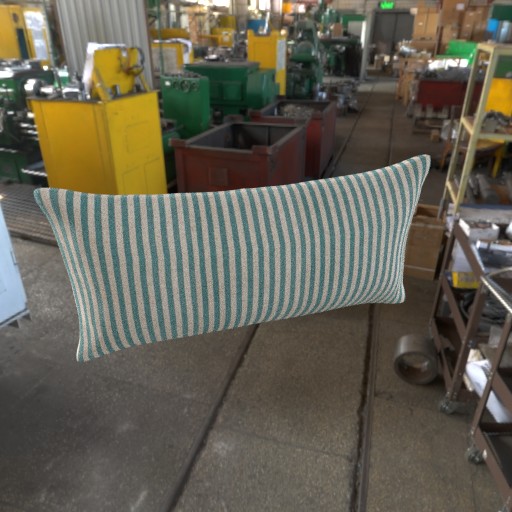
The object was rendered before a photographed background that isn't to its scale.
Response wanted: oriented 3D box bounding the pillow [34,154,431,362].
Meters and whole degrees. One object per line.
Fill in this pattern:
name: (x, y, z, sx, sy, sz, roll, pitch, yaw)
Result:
pillow: (0.000, 0.000, 0.735, 0.617, 0.295, 0.151, -8, 29, -15)
